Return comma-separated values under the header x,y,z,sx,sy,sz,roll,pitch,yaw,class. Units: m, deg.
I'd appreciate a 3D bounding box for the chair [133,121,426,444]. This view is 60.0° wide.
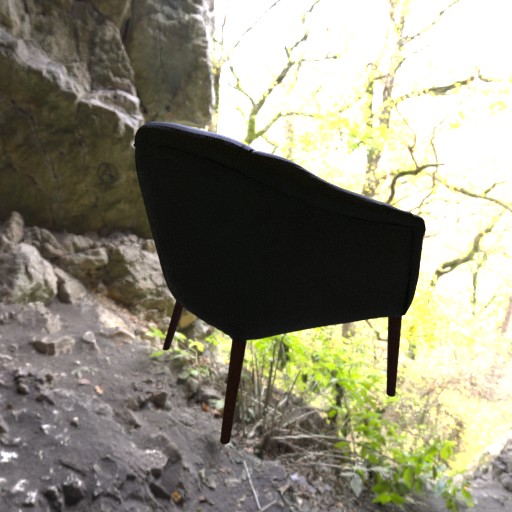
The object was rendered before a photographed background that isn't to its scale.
x,y,z,sx,sy,sz,roll,pitch,yaw,class
0.000,0.000,1.542,0.776,0.885,0.851,-7,17,-25,chair
